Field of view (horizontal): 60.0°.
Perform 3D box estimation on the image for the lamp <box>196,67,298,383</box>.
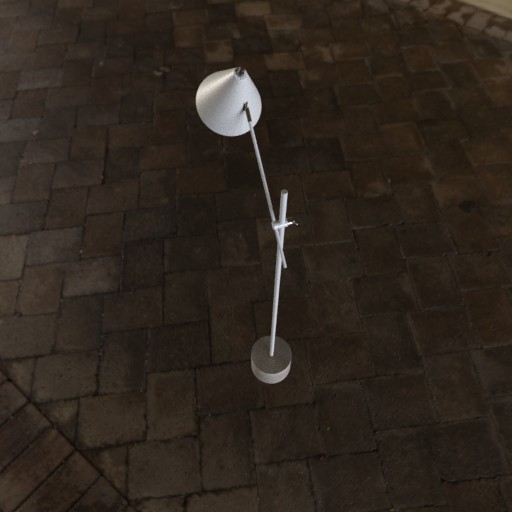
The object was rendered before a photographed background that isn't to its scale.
[{"bbox_3d":[0.000,0.000,1.602,0.223,1.430,0.508,-16,58,-10],"label":"lamp"}]
